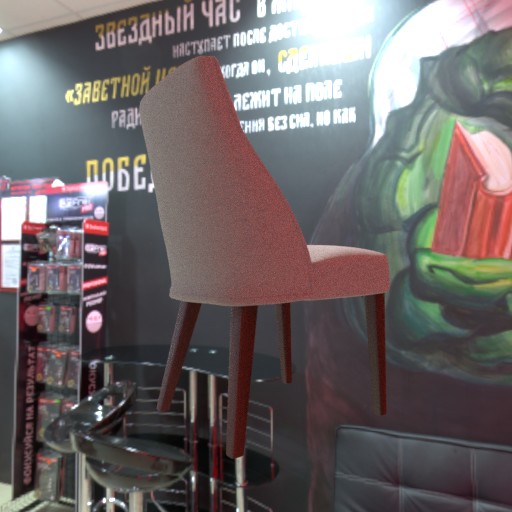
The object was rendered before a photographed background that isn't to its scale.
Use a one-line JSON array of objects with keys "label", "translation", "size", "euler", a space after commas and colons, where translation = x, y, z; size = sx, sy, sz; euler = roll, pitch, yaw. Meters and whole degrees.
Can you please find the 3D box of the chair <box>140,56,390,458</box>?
[{"label": "chair", "translation": [0.000, 0.000, 1.306], "size": [0.620, 0.930, 0.500], "euler": [1, -1, -36]}]
